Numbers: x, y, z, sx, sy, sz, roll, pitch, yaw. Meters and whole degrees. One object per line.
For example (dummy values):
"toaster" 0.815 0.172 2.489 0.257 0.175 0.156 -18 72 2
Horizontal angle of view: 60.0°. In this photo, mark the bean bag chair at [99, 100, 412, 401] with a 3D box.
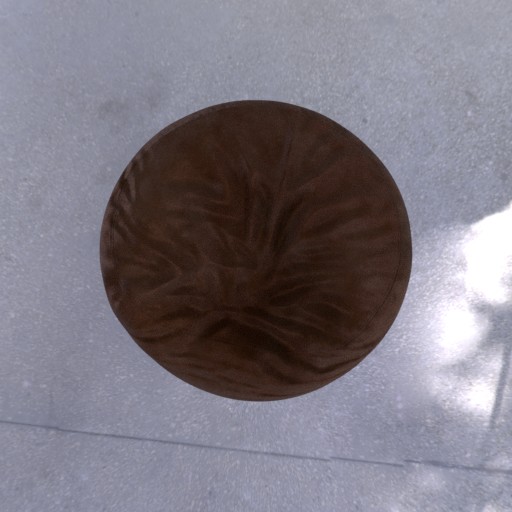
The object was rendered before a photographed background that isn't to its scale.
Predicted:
"bean bag chair" 0.000 0.000 1.460 0.918 0.616 0.918 0 76 0
